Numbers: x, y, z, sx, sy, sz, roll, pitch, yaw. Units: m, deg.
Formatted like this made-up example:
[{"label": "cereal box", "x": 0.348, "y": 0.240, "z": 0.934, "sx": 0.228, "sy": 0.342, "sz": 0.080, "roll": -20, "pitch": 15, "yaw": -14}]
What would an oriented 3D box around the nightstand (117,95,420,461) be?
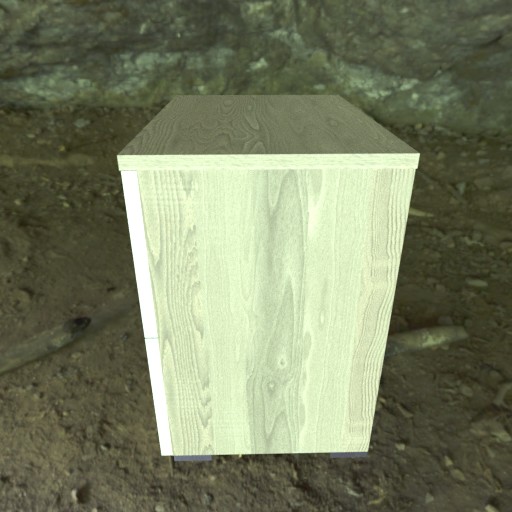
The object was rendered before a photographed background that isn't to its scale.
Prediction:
[{"label": "nightstand", "x": 0.000, "y": 0.000, "z": 0.753, "sx": 0.325, "sy": 0.461, "sz": 0.442, "roll": -1, "pitch": 27, "yaw": -1}]
